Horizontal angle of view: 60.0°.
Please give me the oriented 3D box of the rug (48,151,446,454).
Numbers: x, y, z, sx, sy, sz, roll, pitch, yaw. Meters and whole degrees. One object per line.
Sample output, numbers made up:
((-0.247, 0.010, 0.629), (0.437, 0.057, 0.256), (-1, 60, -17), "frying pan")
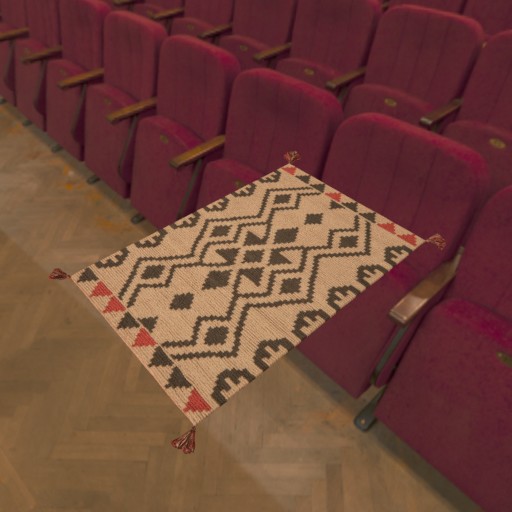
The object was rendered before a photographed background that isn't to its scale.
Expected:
((0.000, 0.000, 2.697), (2.069, 0.067, 1.444), (-32, 52, -29), "rug")
